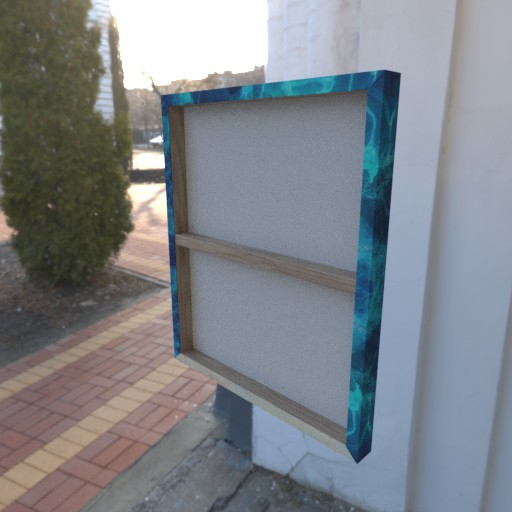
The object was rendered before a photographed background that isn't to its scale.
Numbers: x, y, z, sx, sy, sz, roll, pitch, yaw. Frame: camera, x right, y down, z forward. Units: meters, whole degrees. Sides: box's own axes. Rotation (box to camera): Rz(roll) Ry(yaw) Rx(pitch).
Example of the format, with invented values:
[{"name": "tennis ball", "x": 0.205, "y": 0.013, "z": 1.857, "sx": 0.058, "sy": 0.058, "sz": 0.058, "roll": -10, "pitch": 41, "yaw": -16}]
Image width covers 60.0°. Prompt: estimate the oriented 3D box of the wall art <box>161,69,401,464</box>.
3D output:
[{"name": "wall art", "x": 0.000, "y": 0.000, "z": 0.707, "sx": 0.432, "sy": 0.508, "sz": 0.038, "roll": 14, "pitch": 21, "yaw": 43}]
